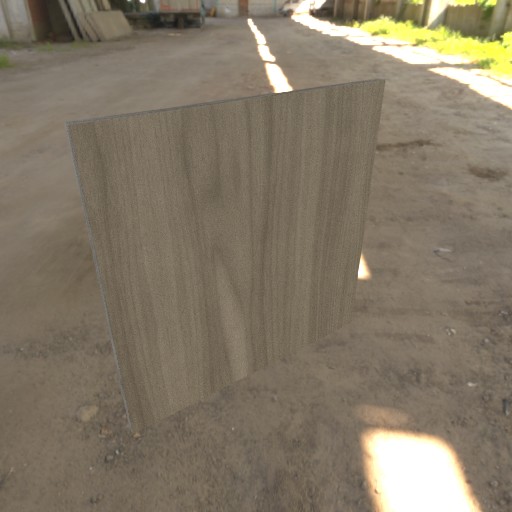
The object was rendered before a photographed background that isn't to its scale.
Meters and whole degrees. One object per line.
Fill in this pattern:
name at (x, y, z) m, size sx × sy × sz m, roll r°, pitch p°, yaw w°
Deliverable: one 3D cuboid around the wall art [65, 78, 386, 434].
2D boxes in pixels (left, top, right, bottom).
wall art at (0.000, 0.000, 0.736) m, size 0.508 × 0.507 × 0.016 m, roll -20°, pitch 36°, yaw -30°
